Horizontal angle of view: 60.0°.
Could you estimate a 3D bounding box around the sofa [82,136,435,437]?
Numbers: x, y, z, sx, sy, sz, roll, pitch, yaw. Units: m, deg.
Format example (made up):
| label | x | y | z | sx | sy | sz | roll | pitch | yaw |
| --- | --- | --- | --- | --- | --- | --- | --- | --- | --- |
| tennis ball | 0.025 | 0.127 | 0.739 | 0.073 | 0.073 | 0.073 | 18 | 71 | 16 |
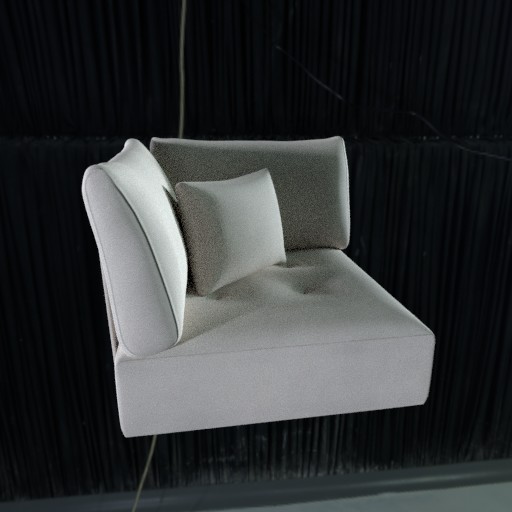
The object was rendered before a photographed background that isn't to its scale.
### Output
| label | x | y | z | sx | sy | sz | roll | pitch | yaw |
| --- | --- | --- | --- | --- | --- | --- | --- | --- | --- |
| sofa | 0.000 | 0.000 | 1.679 | 1.000 | 0.820 | 1.000 | -3 | 19 | -9 |
